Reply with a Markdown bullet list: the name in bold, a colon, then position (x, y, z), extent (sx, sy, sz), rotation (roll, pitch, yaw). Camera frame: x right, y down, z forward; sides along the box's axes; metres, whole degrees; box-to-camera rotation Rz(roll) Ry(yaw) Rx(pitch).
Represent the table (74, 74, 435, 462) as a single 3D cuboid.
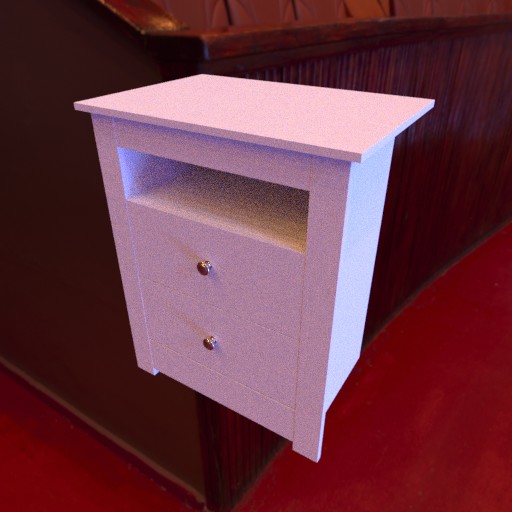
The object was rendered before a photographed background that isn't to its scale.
- **table**: position (0.000, 0.000, 1.057), extent (0.589, 0.711, 0.406), rotation (18, 35, 27)
